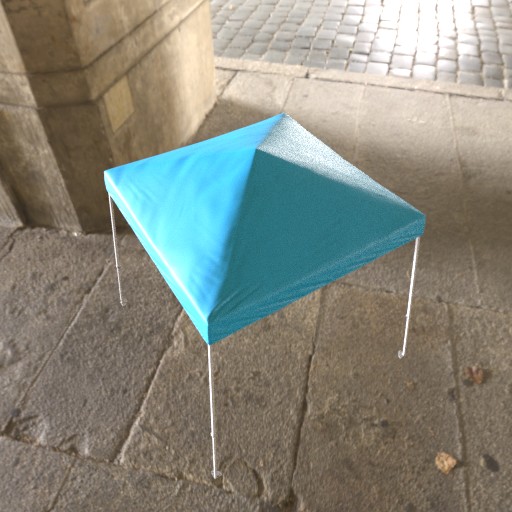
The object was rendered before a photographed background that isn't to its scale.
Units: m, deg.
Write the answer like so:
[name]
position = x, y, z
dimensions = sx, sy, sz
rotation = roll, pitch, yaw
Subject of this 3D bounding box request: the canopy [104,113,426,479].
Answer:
[canopy]
position = 0.000, 0.000, 5.108
dimensions = 2.849, 2.849, 2.848
rotation = -25, 51, -22
